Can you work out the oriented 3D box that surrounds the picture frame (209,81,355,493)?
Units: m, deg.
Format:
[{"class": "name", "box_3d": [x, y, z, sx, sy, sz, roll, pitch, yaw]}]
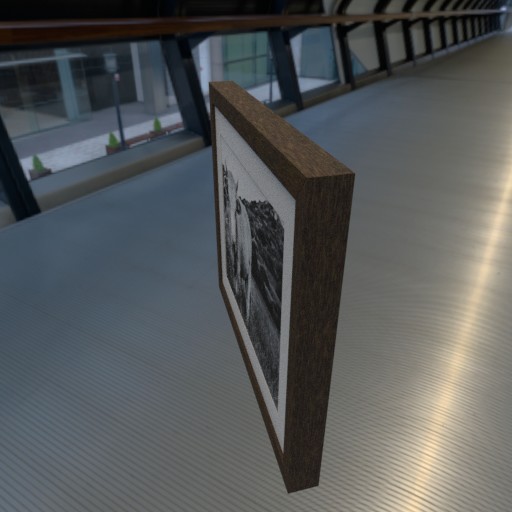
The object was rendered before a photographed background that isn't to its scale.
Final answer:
[{"class": "picture frame", "box_3d": [0.000, 0.000, 0.520, 0.033, 0.330, 0.378, -7, 31, -13]}]
